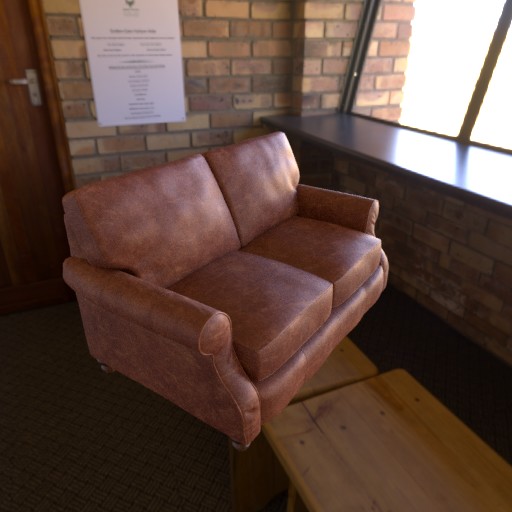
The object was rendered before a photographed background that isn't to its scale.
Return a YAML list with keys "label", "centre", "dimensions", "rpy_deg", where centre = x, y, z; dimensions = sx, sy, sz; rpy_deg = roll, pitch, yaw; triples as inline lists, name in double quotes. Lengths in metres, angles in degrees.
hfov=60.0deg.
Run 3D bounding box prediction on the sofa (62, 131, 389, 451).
- label: "sofa"
  centre: [0.000, 0.000, 2.241]
  dimensions: [0.990, 0.967, 1.616]
  rpy_deg: [17, 30, 31]
